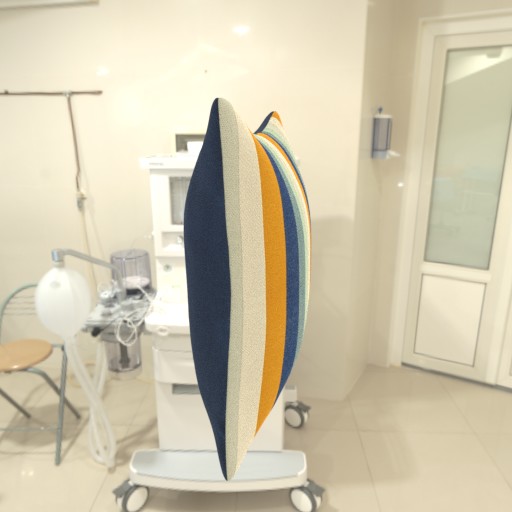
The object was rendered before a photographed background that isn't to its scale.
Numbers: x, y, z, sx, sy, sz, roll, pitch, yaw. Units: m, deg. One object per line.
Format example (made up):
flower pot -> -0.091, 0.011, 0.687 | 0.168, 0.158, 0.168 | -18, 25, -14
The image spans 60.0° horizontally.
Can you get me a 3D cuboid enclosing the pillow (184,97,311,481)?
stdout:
pillow -> 0.000, 0.000, 0.708 | 0.173, 0.454, 0.463 | 3, 16, 9
